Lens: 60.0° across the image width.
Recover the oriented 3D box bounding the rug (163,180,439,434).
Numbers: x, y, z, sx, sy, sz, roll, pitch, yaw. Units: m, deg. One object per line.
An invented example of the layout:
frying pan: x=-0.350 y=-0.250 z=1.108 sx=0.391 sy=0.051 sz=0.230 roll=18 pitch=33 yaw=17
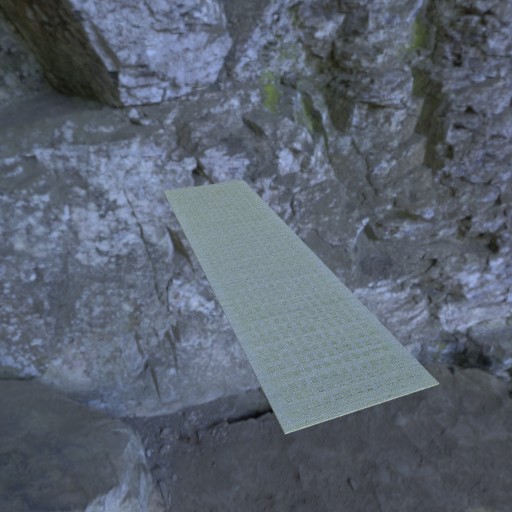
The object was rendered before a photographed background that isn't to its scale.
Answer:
rug: x=0.000 y=0.000 z=2.688 sx=0.686 sy=0.006 sz=2.437 roll=-11 pitch=32 yaw=-17
